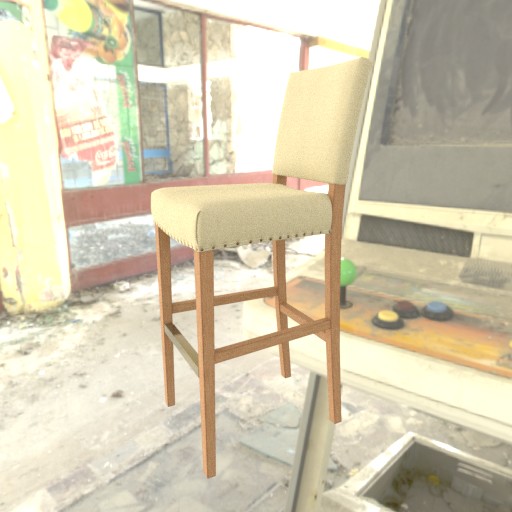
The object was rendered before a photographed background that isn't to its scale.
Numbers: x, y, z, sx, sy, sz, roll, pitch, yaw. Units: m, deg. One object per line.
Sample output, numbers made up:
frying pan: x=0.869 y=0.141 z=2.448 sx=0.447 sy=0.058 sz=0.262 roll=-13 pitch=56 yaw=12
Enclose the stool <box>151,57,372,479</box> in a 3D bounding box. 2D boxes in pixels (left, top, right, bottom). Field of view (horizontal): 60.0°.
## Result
stool: x=0.000 y=0.000 z=1.399 sx=0.546 sy=1.143 sz=0.428 roll=-8 pitch=17 yaw=-26
